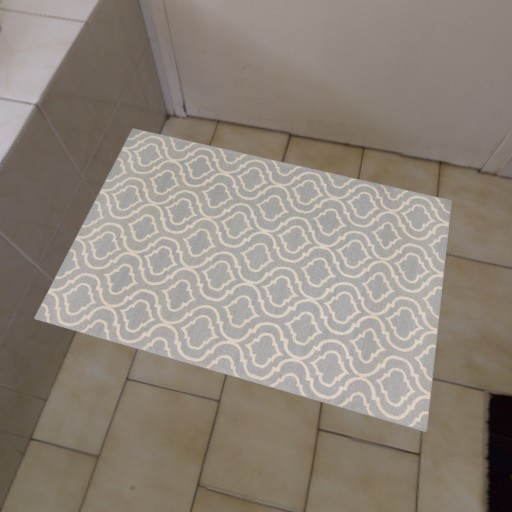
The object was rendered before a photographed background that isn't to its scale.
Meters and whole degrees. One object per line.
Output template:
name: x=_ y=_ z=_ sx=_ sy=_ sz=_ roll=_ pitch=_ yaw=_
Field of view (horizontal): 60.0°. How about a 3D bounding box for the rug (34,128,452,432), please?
rug: x=0.000 y=0.000 z=2.124 sx=1.749 sy=0.015 sz=1.141 roll=14 pitch=65 yaw=7
